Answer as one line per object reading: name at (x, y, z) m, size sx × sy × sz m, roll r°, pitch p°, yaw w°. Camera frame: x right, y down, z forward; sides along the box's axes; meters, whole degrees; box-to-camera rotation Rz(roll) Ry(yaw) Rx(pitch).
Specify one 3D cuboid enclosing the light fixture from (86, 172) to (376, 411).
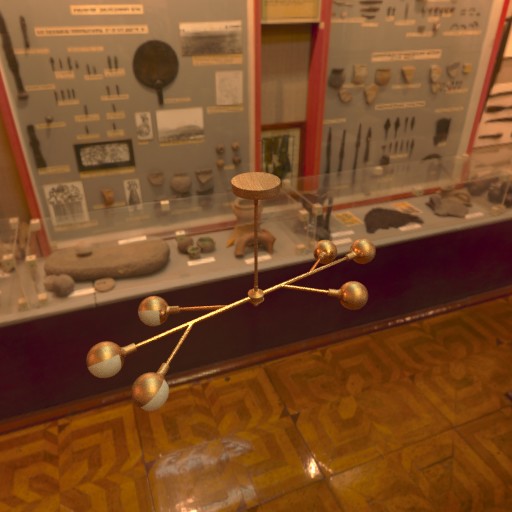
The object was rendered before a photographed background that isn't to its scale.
light fixture at (0.000, 0.000, 1.006) m, size 0.778 × 0.362 × 0.434 m, roll -10°, pitch 33°, yaw -17°
